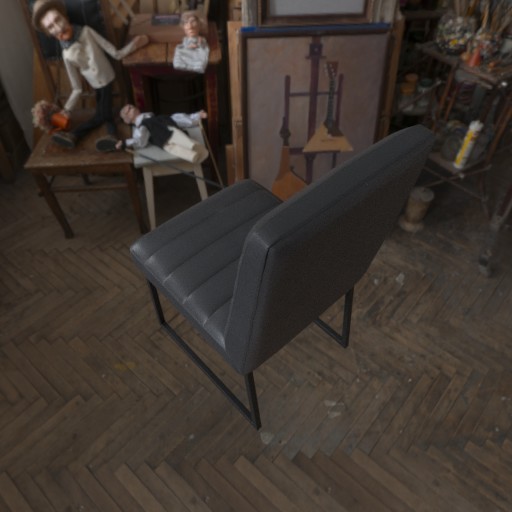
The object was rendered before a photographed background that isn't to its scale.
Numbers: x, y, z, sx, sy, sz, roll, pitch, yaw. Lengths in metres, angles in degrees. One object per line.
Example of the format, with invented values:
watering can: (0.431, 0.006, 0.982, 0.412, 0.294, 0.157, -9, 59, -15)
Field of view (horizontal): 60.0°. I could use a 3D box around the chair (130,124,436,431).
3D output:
chair: (0.000, 0.000, 1.320, 0.520, 0.930, 0.634, -35, 57, -27)
